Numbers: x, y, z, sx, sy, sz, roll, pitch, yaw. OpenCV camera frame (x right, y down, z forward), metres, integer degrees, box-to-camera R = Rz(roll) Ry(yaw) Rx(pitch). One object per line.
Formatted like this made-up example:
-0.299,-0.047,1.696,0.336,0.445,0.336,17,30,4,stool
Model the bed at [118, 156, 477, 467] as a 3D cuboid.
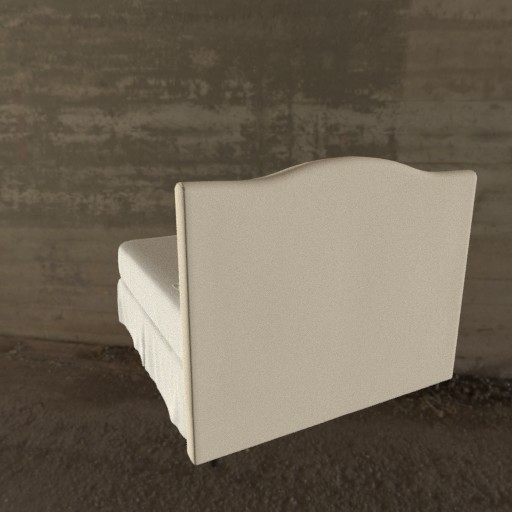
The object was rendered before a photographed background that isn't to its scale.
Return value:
0.000,0.000,3.193,1.753,1.460,2.143,-7,16,-26,bed
